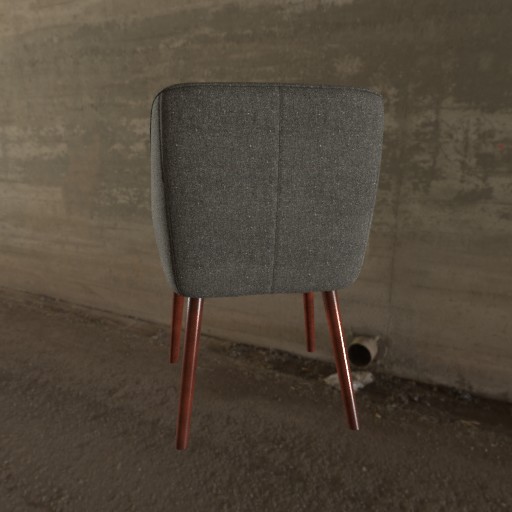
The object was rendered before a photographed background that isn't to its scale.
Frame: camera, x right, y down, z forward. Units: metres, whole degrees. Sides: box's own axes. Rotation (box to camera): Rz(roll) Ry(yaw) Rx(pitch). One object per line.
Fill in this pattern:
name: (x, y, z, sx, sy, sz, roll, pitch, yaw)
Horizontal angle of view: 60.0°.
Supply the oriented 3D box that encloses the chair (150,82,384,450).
chair: (0.000, 0.000, 1.178, 0.543, 0.803, 0.519, -2, 14, -10)
